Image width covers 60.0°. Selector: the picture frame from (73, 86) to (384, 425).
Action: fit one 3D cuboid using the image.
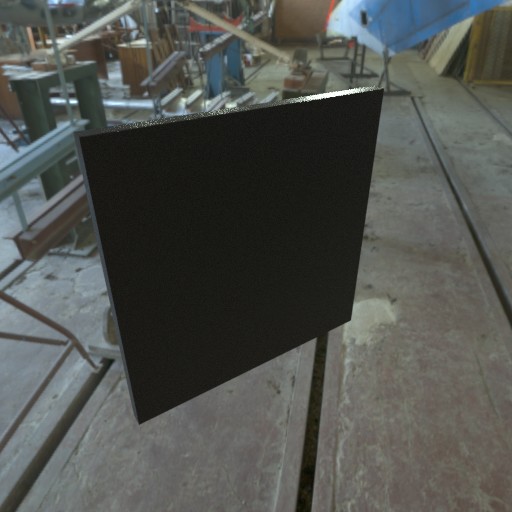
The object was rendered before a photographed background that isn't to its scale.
[{"bbox_3d":[0.000,0.000,0.849,0.559,0.557,0.029,-19,36,-28],"label":"picture frame"}]
